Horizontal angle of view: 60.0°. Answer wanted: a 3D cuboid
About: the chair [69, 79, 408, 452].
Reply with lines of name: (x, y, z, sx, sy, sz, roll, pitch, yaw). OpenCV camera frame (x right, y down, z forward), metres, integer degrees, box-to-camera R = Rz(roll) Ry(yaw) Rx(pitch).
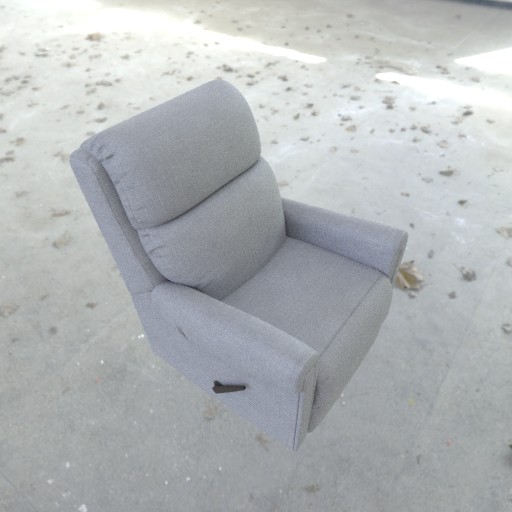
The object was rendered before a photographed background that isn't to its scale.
chair: (0.000, 0.000, 1.747, 1.014, 1.054, 0.838, 26, 48, 26)
